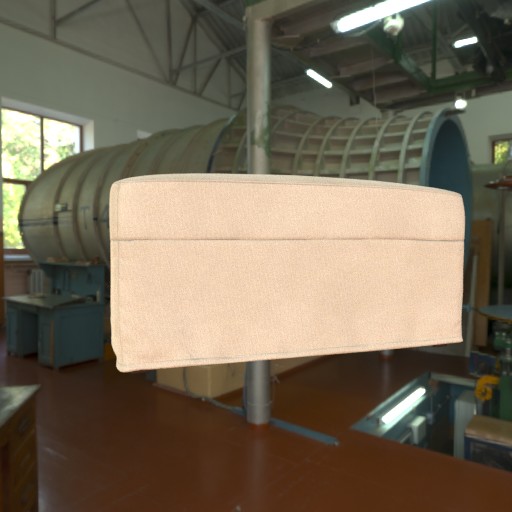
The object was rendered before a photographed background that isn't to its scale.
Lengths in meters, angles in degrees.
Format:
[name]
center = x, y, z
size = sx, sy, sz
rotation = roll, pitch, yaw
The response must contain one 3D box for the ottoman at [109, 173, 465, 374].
[ottoman]
center = 0.000, 0.000, 1.347
size = 0.843, 0.441, 0.842
rotation = -1, 2, -18
